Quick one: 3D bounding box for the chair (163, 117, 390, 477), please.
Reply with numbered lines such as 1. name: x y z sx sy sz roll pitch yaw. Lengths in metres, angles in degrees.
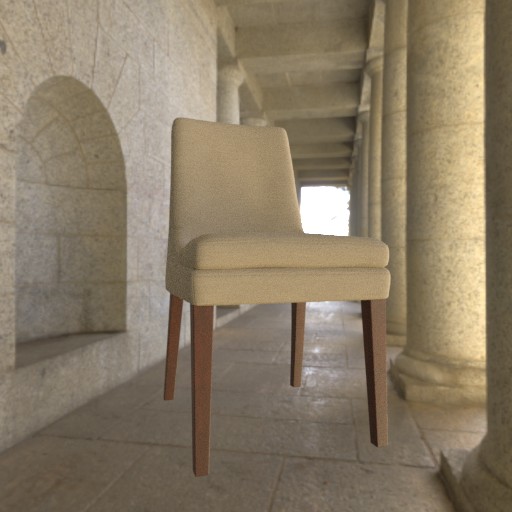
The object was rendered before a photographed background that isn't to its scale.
1. chair: 0.000 0.000 1.306 0.515 0.940 0.638 0 0 -19
